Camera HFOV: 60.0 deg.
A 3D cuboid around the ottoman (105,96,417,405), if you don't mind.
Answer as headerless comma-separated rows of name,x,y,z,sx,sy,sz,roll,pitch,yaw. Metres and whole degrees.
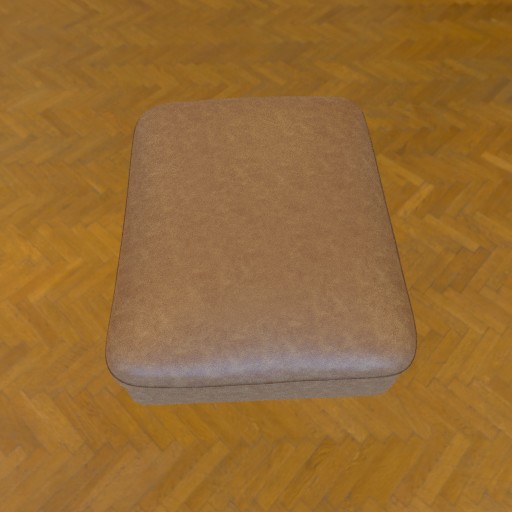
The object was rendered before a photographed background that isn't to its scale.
ottoman,0.000,0.000,1.122,0.593,0.478,0.747,-3,59,-2
